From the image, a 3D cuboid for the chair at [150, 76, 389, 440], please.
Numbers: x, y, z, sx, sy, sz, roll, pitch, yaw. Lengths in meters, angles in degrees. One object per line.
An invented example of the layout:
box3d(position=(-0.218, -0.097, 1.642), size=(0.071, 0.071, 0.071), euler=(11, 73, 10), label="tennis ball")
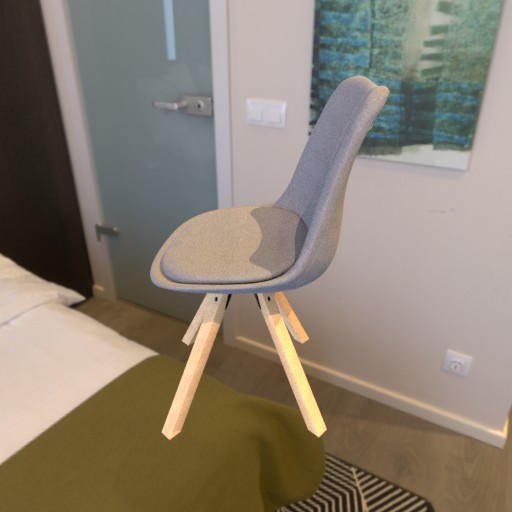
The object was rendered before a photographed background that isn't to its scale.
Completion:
box3d(position=(0.000, 0.000, 1.170), size=(0.549, 0.863, 0.474), euler=(0, 27, 0), label="chair")
